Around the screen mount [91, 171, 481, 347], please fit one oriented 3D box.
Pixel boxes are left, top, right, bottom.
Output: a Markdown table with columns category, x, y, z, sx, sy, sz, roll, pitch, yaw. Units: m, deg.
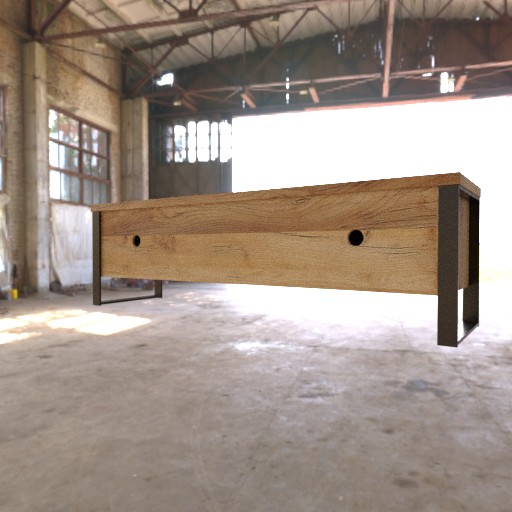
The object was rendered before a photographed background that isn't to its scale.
| category | x | y | z | sx | sy | sz | roll | pitch | yaw |
| --- | --- | --- | --- | --- | --- | --- | --- | --- | --- |
| screen mount | 0.000 | 0.000 | 1.723 | 1.524 | 0.450 | 0.395 | 1 | 1 | 34 |
